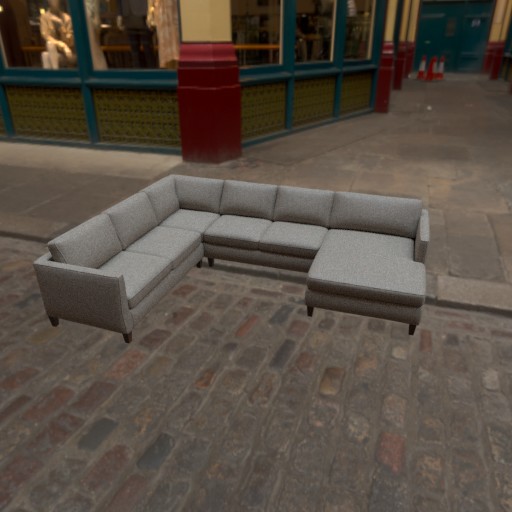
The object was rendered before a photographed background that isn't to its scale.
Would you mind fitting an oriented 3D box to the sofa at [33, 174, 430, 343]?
[{"bbox_3d":[0.000,0.000,4.631,3.403,0.889,2.551,8,28,16],"label":"sofa"}]
